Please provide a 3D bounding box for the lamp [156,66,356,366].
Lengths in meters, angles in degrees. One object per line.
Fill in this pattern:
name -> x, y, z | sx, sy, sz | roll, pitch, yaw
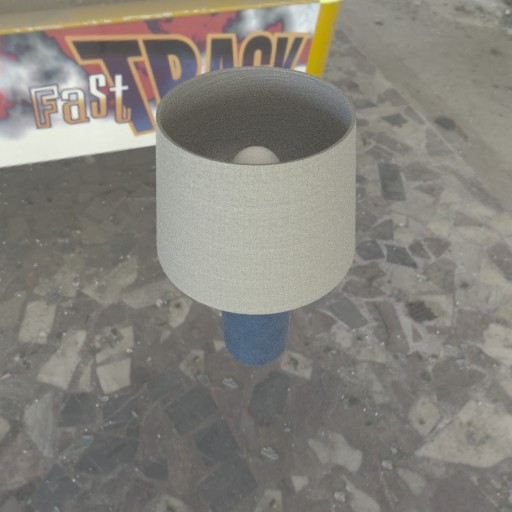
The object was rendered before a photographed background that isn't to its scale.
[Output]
lamp -> 0.000, 0.000, 0.599 | 0.253, 0.428, 0.253 | 0, 46, 0
